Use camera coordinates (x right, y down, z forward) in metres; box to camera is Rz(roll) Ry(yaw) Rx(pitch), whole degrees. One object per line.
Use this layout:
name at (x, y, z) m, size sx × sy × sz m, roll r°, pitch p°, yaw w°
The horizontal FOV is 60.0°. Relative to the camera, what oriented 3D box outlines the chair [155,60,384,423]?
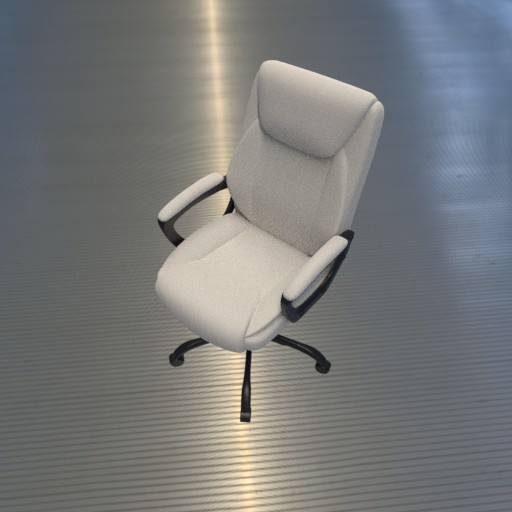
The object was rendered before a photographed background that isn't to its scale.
chair at (0.000, 0.000, 1.518) m, size 0.663 × 1.065 × 0.669 m, roll 31°, pitch 54°, yaw 25°
